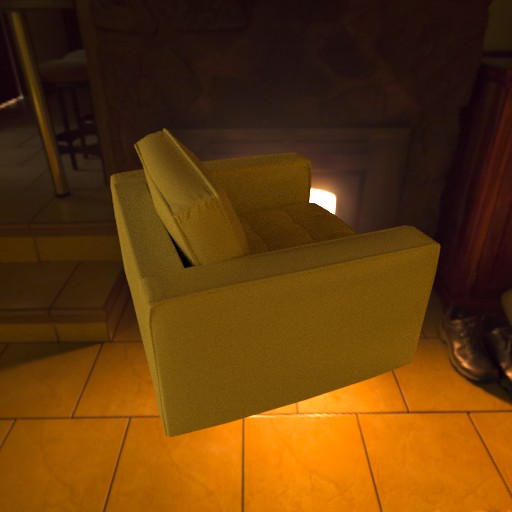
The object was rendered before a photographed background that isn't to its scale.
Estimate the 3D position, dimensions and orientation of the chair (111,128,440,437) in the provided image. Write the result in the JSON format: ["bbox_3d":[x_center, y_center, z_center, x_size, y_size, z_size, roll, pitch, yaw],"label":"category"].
[{"bbox_3d":[0.000,0.000,1.517,0.843,0.773,0.928,-11,32,-18],"label":"chair"}]
